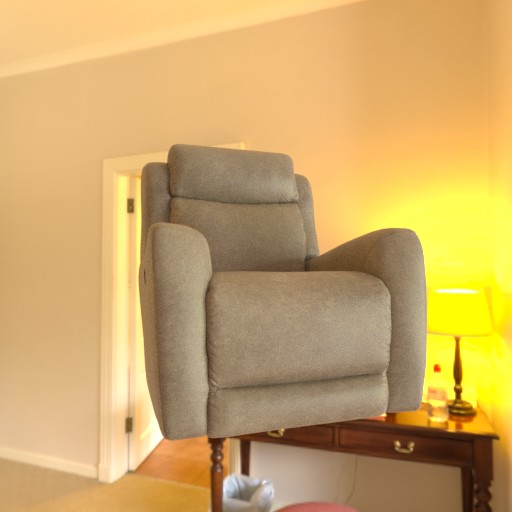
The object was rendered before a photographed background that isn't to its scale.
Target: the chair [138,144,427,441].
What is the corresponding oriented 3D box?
[{"bbox_3d":[0.000,0.000,1.884,0.965,1.116,1.068,1,-2,-18],"label":"chair"}]
